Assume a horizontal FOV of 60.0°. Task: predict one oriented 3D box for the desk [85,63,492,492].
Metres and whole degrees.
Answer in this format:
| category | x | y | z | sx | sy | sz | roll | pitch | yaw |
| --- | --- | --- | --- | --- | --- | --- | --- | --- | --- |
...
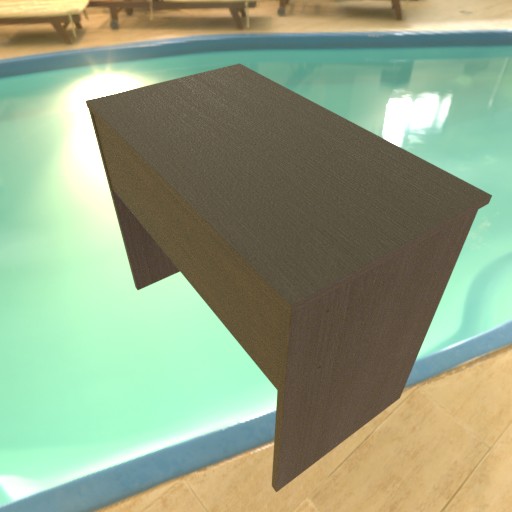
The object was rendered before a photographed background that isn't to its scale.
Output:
| category | x | y | z | sx | sy | sz | roll | pitch | yaw |
| --- | --- | --- | --- | --- | --- | --- | --- | --- | --- |
| desk | 0.000 | 0.000 | 1.270 | 0.498 | 0.724 | 0.893 | -25 | 48 | -25 |
